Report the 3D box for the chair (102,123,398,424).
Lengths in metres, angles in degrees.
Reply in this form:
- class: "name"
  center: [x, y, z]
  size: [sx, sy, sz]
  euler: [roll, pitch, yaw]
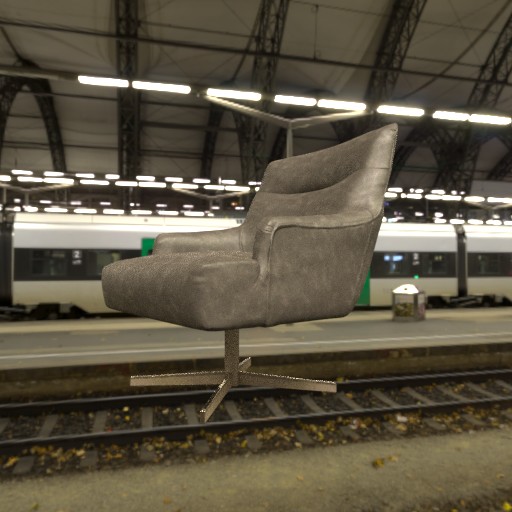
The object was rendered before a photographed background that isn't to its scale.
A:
- class: "chair"
  center: [0.000, 0.000, 1.517]
  size: [0.874, 0.870, 0.738]
  euler: [1, -2, -36]
